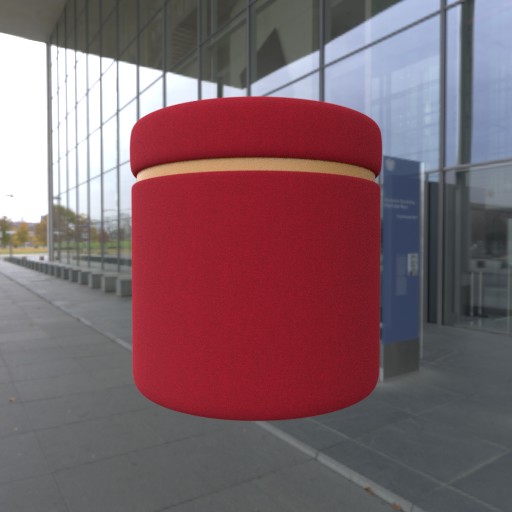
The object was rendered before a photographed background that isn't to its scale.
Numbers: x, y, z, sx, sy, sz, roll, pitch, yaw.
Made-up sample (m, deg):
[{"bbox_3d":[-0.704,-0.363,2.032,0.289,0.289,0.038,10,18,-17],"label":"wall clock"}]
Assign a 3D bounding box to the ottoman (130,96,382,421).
[{"bbox_3d":[0.000,0.000,0.734,0.400,0.406,0.400,0,1,0],"label":"ottoman"}]
